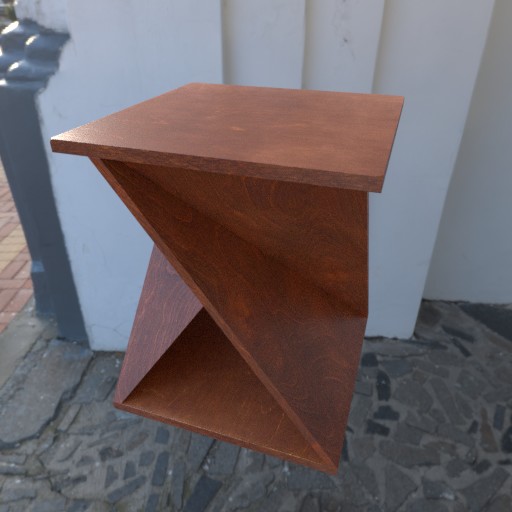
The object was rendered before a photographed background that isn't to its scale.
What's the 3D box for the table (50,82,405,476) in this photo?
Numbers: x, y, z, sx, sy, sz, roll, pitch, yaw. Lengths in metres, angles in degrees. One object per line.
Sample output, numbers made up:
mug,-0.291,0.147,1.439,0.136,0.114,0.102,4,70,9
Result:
table,0.000,0.000,0.828,0.427,0.520,0.427,10,33,16
